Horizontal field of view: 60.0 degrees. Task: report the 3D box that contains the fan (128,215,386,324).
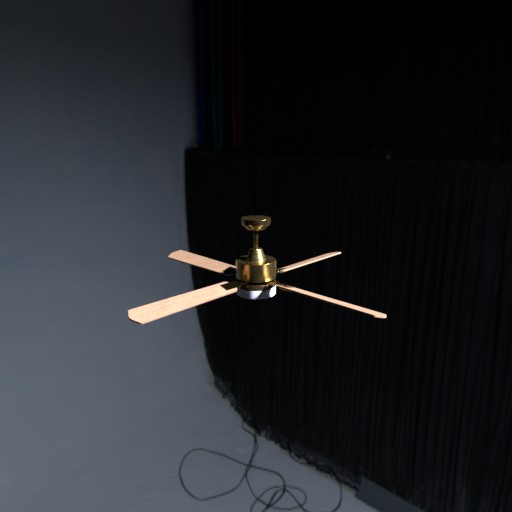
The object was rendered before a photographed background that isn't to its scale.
[{"bbox_3d":[0.000,0.000,2.040,1.320,0.355,1.320,14,21,42],"label":"fan"}]
